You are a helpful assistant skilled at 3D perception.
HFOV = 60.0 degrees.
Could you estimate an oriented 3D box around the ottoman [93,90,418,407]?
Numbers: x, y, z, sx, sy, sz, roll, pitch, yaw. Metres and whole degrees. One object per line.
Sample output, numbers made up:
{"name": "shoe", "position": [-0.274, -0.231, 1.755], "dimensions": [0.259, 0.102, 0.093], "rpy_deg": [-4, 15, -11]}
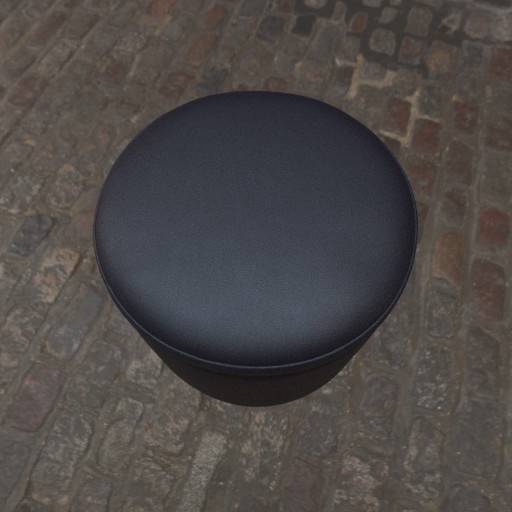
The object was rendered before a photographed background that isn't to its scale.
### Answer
{"name": "ottoman", "position": [0.000, 0.000, 0.835], "dimensions": [0.501, 0.409, 0.501], "rpy_deg": [0, 64, 0]}
